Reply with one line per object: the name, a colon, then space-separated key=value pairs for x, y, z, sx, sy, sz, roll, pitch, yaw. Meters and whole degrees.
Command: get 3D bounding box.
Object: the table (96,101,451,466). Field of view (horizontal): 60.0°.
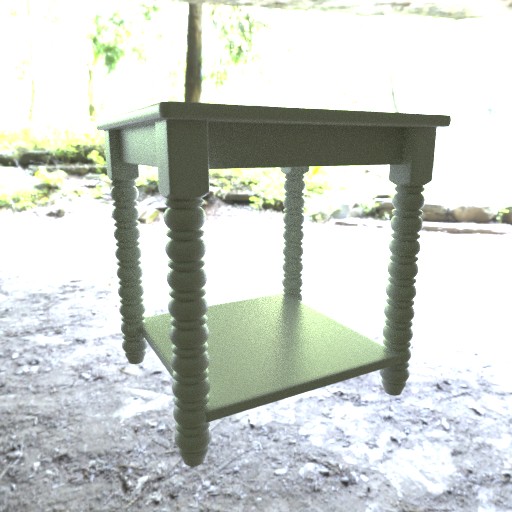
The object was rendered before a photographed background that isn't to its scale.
table: x=0.000 y=0.000 z=0.947 sx=0.533 sy=0.563 sz=0.500 roll=-7 pitch=16 yaw=-27
